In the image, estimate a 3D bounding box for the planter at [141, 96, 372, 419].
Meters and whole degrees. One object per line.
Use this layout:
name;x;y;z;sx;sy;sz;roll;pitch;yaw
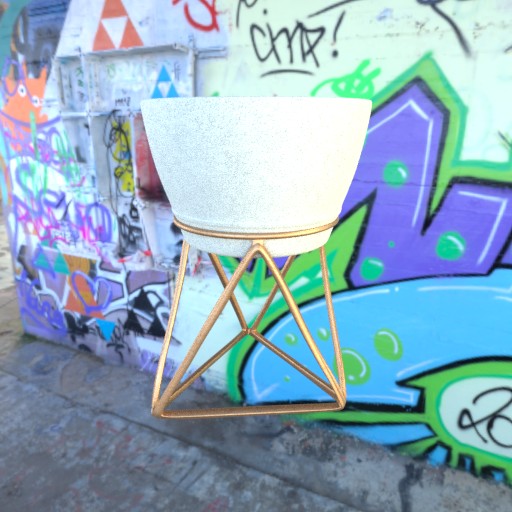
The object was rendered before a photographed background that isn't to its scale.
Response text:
planter;0.000;0.000;0.764;0.350;0.504;0.350;8;19;25
